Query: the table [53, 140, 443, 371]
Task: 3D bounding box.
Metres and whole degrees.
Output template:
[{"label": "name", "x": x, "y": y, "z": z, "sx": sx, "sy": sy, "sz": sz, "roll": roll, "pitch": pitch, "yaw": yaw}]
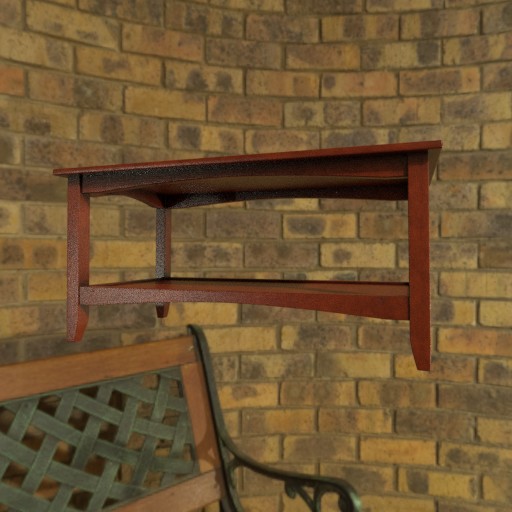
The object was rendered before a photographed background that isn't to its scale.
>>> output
[{"label": "table", "x": 0.000, "y": 0.000, "z": 1.259, "sx": 0.943, "sy": 0.456, "sz": 0.533, "roll": 0, "pitch": 1, "yaw": 19}]
